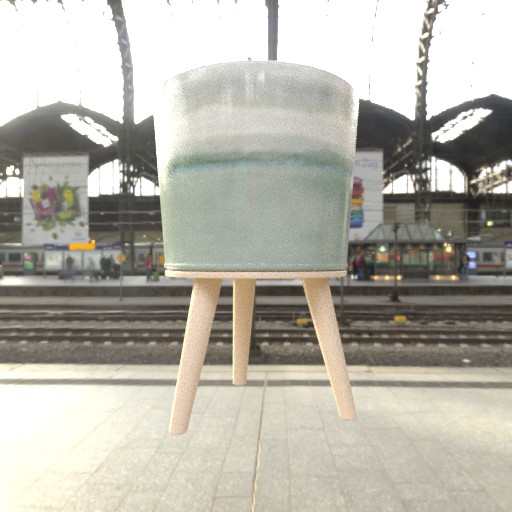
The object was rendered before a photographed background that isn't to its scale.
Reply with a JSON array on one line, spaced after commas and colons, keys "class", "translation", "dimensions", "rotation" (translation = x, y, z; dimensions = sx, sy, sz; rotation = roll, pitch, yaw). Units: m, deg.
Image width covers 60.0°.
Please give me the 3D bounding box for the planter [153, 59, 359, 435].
[{"class": "planter", "translation": [0.000, 0.000, 0.584], "dimensions": [0.265, 0.404, 0.265], "rotation": [0, -1, 0]}]
